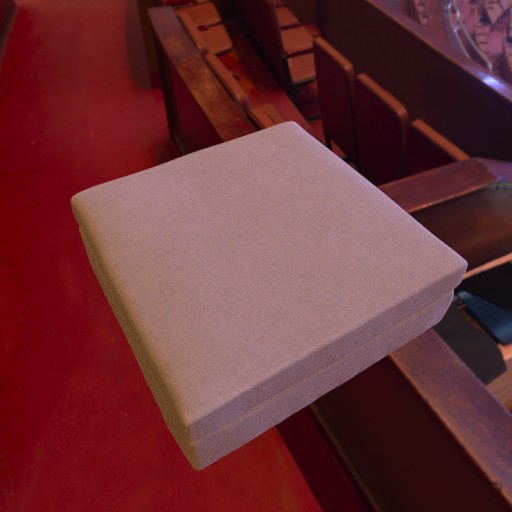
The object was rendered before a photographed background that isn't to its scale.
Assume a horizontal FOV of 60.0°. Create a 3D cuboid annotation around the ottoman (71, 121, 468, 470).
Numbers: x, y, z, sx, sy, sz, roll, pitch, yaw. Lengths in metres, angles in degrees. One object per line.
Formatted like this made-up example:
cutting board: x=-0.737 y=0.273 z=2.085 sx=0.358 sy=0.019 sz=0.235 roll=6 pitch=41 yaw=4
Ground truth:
ottoman: x=0.000 y=0.000 z=1.850 sx=1.203 sy=0.517 sz=1.171 roll=-25 pitch=53 yaw=-20
